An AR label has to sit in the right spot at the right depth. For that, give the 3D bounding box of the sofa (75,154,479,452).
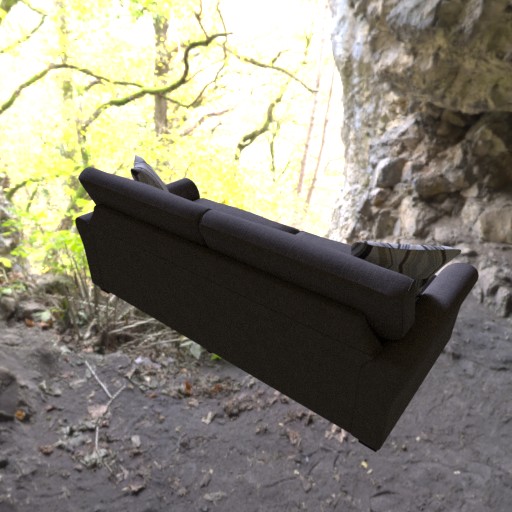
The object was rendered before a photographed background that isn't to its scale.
[{"bbox_3d":[0.000,0.000,2.394,2.032,0.813,0.889,22,36,33],"label":"sofa"}]
